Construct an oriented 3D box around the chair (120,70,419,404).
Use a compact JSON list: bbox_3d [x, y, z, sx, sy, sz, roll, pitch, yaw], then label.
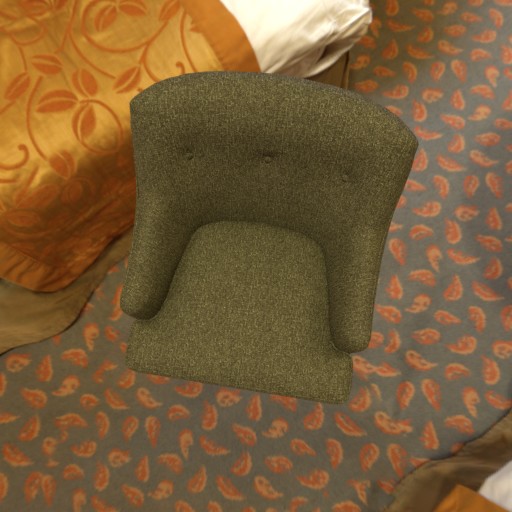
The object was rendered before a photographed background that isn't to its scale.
[{"bbox_3d":[0.000,0.000,1.579,0.864,0.856,0.923,9,76,2],"label":"chair"}]
